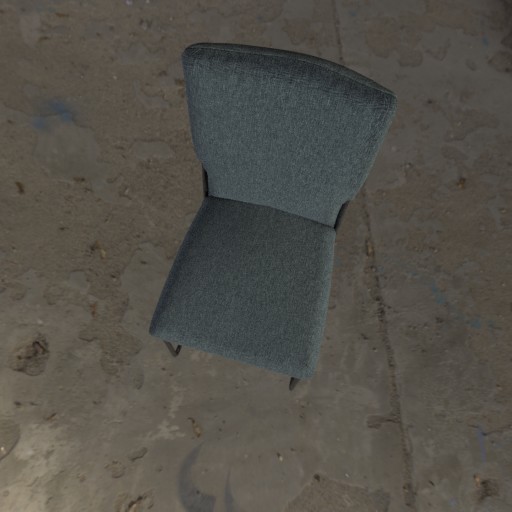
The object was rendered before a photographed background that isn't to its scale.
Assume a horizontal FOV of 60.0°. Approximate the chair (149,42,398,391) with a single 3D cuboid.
[{"bbox_3d":[0.000,0.000,1.248,0.480,0.931,0.635,15,74,4],"label":"chair"}]
